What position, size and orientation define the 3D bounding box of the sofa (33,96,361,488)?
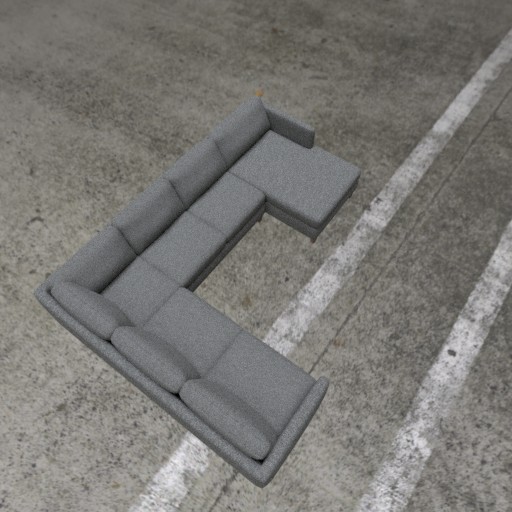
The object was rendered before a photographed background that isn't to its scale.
[{"bbox_3d":[0.000,0.000,4.371,2.551,0.853,3.238,32,64,18],"label":"sofa"}]
